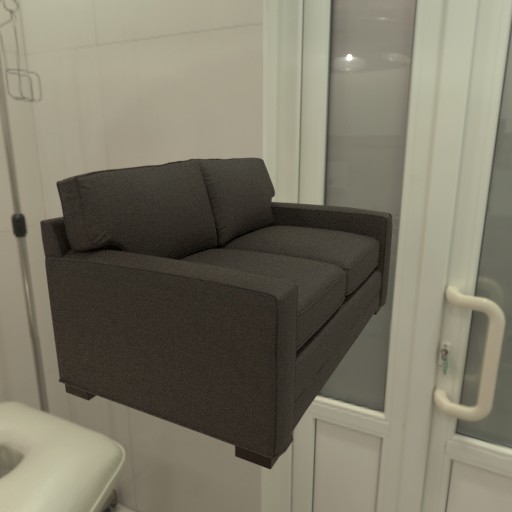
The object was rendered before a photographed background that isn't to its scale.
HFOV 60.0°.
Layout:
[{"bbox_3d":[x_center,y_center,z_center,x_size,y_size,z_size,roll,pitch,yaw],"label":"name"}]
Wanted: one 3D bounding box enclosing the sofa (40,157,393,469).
[{"bbox_3d":[0.000,0.000,2.092,0.974,0.887,1.534,8,17,27],"label":"sofa"}]
